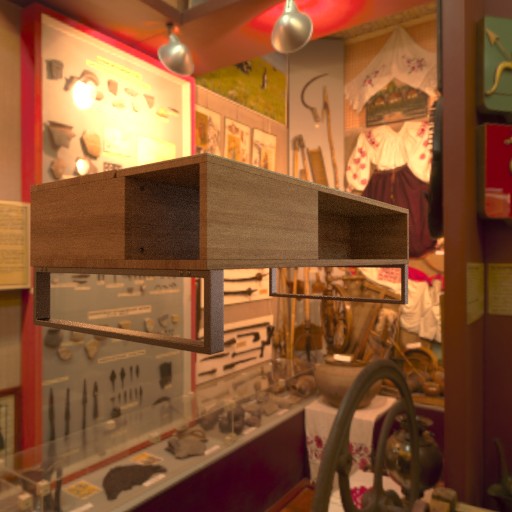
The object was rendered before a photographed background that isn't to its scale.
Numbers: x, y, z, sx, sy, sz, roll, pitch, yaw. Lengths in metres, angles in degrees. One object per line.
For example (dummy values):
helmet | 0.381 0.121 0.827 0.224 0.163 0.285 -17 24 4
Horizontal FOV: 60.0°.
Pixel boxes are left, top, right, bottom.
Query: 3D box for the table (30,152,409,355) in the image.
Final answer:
table | 0.000 0.000 1.379 0.600 0.350 1.100 0 0 36
